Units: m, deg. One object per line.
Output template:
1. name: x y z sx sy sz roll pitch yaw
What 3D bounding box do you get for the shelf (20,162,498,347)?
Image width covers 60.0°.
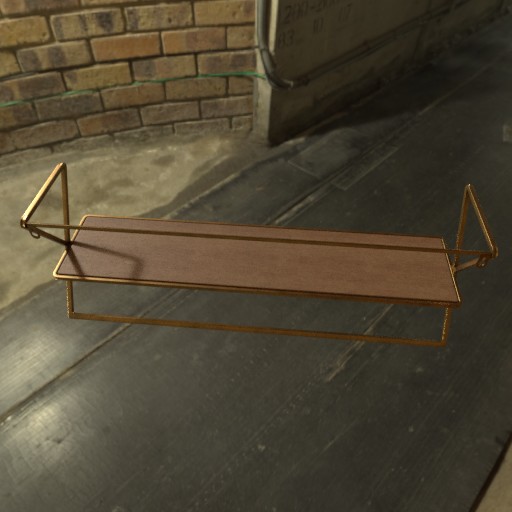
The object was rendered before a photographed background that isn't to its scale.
1. shelf: 0.000 0.000 0.726 0.645 0.229 0.150 4 47 4
